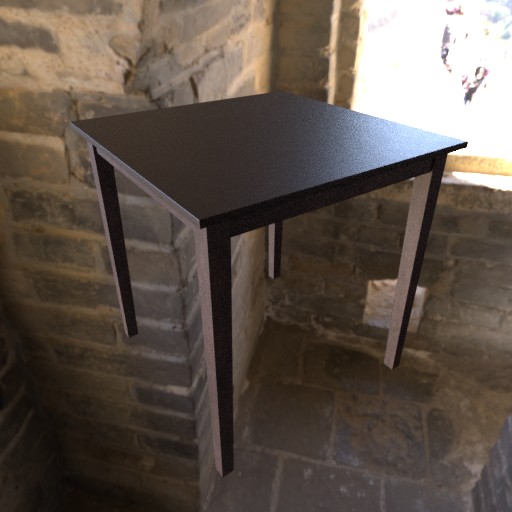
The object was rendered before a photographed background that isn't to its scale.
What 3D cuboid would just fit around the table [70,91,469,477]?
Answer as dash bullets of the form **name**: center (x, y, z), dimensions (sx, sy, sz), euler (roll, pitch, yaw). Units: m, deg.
- **table**: center (0.000, 0.000, 1.364), dimensions (0.749, 0.770, 0.749), euler (-20, 37, -29)
